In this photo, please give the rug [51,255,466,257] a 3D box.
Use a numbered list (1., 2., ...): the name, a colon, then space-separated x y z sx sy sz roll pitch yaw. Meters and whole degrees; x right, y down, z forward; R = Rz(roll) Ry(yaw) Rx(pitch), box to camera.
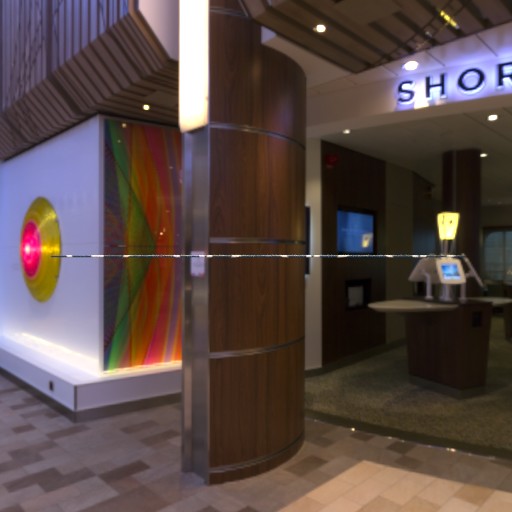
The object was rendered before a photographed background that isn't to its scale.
1. rug: 0.000 0.000 4.263 2.438 0.010 3.353 0 0 -1
